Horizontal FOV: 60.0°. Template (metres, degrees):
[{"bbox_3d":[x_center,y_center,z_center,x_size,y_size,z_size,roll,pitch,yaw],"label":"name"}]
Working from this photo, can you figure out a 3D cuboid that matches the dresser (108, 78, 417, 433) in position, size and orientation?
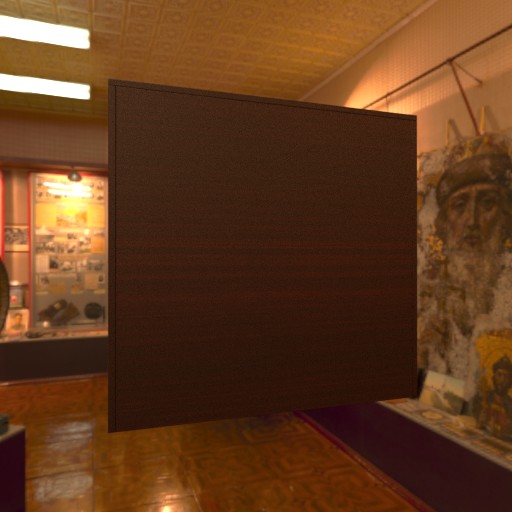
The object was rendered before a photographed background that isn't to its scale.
[{"bbox_3d":[0.000,0.000,1.186,0.750,0.720,0.360,0,0,-18],"label":"dresser"}]
